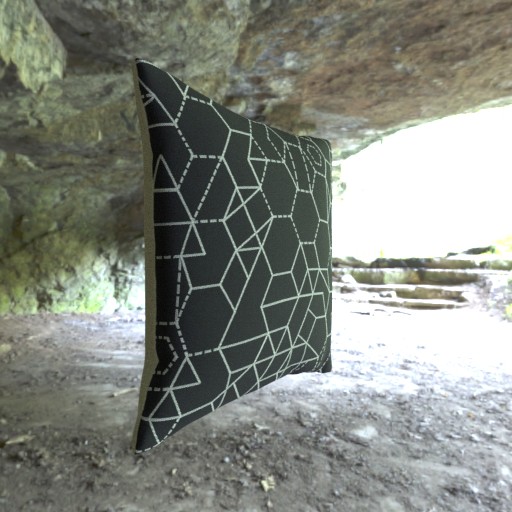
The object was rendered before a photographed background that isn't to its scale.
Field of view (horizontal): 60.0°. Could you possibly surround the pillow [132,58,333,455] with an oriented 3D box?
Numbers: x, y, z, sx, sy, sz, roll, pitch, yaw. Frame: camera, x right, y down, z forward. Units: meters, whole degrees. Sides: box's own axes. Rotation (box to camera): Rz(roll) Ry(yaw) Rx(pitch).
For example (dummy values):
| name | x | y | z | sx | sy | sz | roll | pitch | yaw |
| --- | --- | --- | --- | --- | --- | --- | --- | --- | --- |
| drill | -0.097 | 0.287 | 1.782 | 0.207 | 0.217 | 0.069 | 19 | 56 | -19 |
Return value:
| name | x | y | z | sx | sy | sz | roll | pitch | yaw |
| --- | --- | --- | --- | --- | --- | --- | --- | --- | --- |
| pillow | 0.000 | 0.000 | 0.769 | 0.158 | 0.508 | 0.517 | 0 | 0 | 37 |
